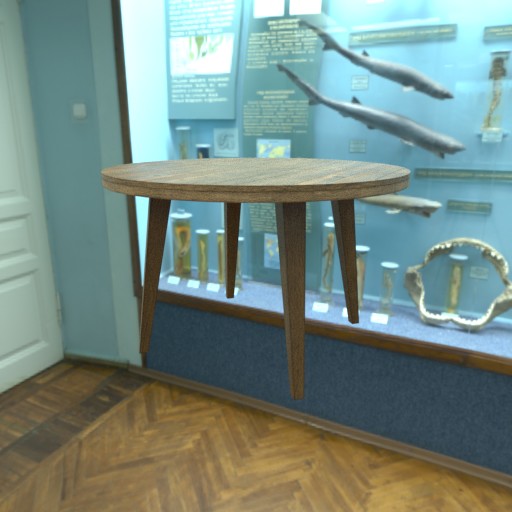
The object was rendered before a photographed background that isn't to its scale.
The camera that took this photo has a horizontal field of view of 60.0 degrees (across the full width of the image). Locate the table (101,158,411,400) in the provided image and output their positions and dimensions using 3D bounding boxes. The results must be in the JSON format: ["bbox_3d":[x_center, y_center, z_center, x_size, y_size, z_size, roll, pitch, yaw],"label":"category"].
[{"bbox_3d":[0.000,0.000,1.938,1.213,0.764,1.213,0,16,0],"label":"table"}]
